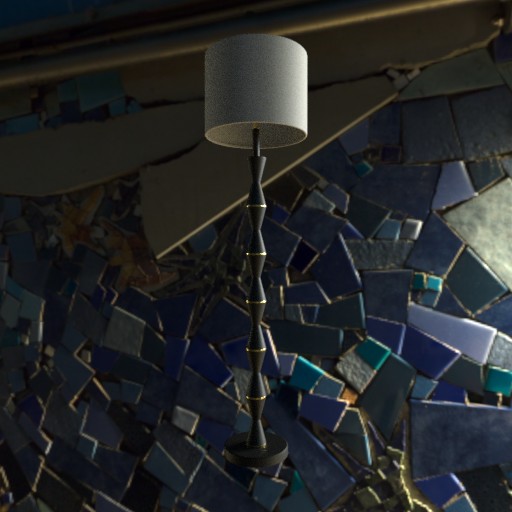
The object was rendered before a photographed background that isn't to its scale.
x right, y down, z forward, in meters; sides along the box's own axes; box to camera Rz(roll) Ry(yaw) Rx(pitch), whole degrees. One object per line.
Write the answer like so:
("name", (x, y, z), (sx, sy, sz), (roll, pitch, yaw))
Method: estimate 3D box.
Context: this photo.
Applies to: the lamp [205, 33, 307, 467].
("lamp", (0.000, 0.000, 1.665), (0.381, 1.480, 0.381), (0, 1, 35))
